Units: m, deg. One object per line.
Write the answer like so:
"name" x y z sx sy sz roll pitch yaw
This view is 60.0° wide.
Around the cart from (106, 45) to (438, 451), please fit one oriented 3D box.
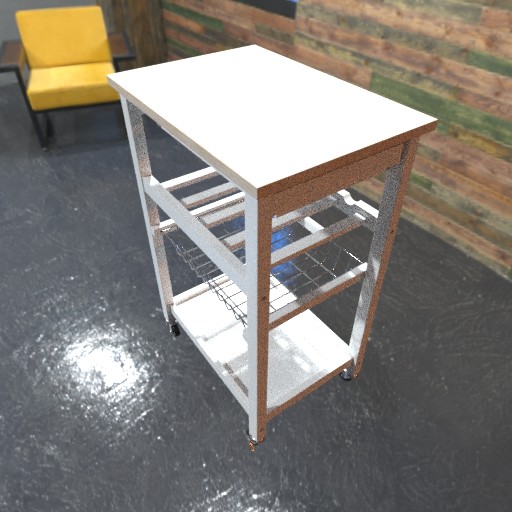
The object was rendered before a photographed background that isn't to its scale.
"cart" 0.000 0.000 1.174 0.406 0.857 0.578 -25 46 -26
